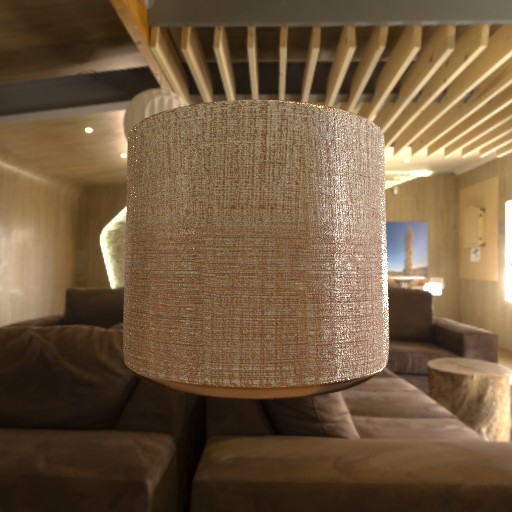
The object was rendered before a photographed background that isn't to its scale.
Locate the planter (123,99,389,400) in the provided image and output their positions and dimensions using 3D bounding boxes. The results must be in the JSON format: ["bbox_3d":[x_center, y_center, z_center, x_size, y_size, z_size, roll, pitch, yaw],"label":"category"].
[{"bbox_3d":[0.000,0.000,0.311,0.177,0.157,0.177,0,-2,0],"label":"planter"}]
